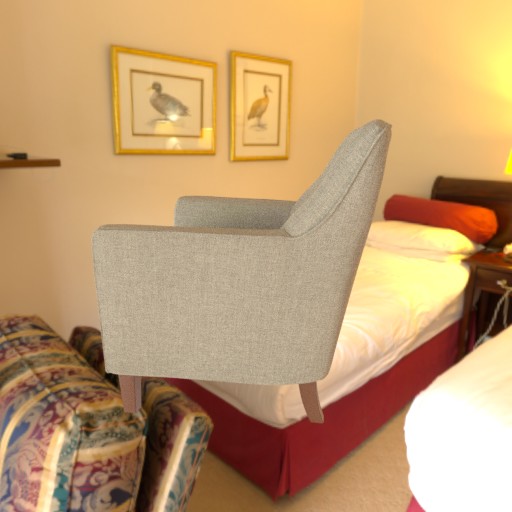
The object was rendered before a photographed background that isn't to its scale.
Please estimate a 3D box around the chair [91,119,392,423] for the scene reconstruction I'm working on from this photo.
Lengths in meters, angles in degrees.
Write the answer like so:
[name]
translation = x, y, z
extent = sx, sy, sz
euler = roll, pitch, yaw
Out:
[chair]
translation = 0.000, 0.000, 1.830
extent = 0.993, 1.047, 0.887
euler = 2, 15, 9
